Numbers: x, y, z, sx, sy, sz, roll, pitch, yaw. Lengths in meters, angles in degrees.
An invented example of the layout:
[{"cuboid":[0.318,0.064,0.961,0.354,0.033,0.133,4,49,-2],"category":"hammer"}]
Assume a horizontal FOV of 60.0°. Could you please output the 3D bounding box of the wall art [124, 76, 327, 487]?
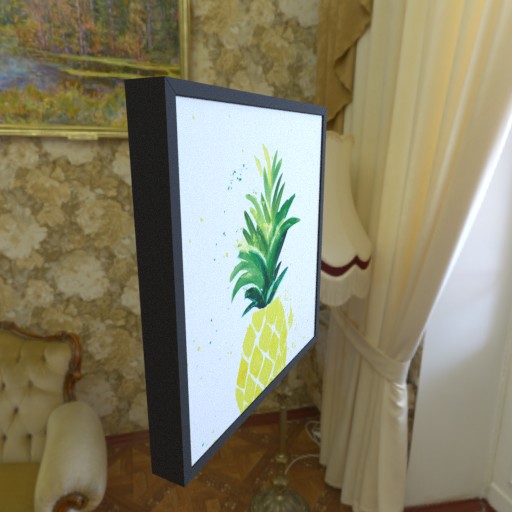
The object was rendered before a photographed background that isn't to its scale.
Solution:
[{"cuboid":[0.000,0.000,0.450,0.033,0.304,0.305,8,16,27],"category":"wall art"}]
